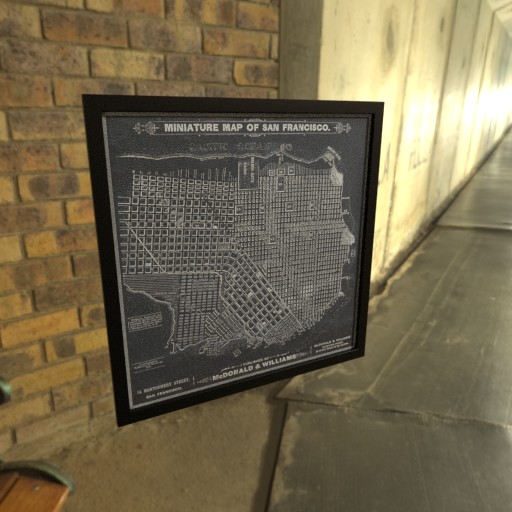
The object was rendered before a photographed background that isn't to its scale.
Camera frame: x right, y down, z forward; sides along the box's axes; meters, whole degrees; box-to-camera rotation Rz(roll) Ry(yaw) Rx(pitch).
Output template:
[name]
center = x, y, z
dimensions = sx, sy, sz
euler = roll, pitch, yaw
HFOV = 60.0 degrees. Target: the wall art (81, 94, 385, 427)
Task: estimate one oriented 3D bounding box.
[wall art]
center = 0.000, 0.000, 0.684
dimensions = 0.457, 0.458, 0.012
euler = -8, 19, -26
